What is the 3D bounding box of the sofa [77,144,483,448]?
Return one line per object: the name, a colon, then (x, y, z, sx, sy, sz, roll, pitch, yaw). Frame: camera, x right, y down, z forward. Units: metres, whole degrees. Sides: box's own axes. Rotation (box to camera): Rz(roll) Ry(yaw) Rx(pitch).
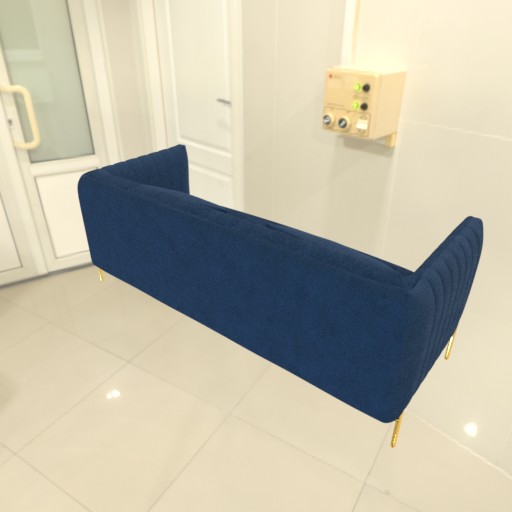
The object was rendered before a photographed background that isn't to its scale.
sofa: (0.000, 0.000, 2.518, 2.136, 0.793, 0.896, 21, 36, 33)
